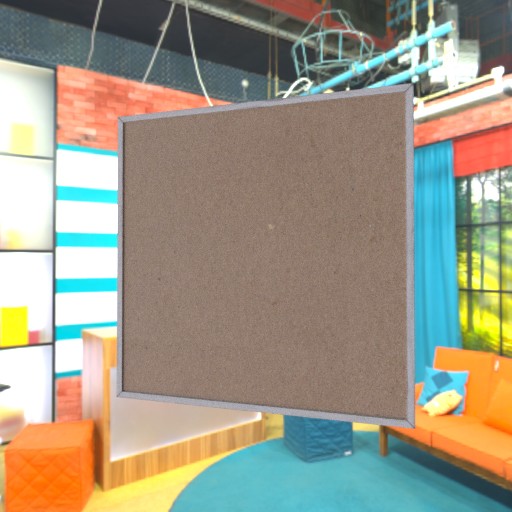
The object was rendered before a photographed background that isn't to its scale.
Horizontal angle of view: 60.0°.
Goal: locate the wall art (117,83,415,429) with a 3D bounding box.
[{"bbox_3d":[0.000,0.000,0.454,0.305,0.305,0.038,0,-1,18],"label":"wall art"}]
